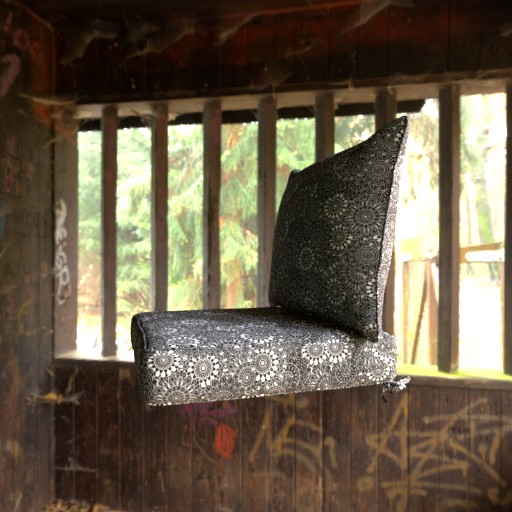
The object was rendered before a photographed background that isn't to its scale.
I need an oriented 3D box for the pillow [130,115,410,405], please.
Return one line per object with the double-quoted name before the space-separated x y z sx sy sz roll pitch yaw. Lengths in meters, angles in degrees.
"pillow" 0.000 0.000 1.386 0.740 0.722 0.798 0 0 -18
